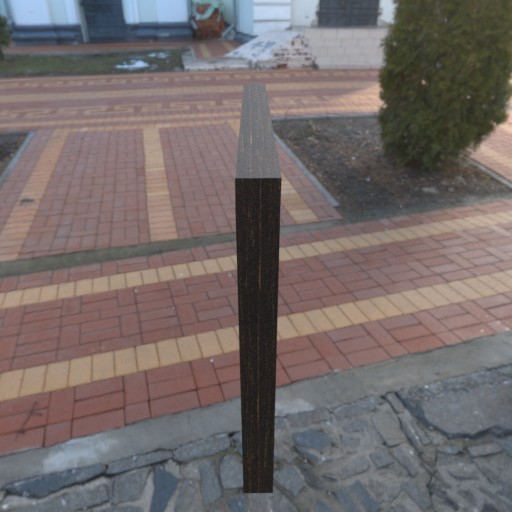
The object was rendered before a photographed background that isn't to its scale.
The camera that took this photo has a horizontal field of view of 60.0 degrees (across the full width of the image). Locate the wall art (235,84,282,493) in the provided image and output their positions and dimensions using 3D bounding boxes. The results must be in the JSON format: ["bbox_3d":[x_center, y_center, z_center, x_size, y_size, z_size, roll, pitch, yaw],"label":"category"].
[{"bbox_3d":[0.000,0.000,0.528,0.031,0.330,0.381,0,30,-1],"label":"wall art"}]
